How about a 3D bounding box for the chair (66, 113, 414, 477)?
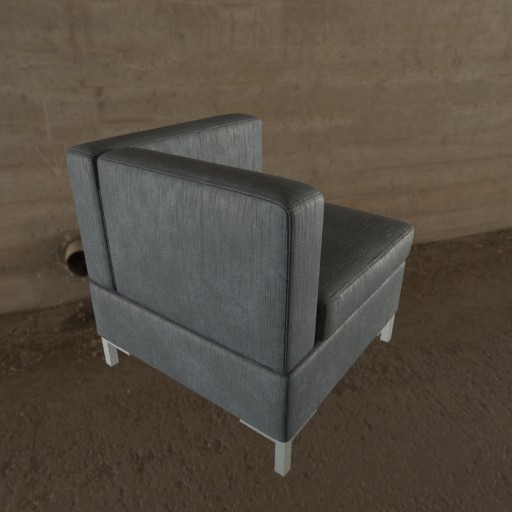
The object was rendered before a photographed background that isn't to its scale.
[{"bbox_3d":[0.000,0.000,1.245,0.680,0.660,0.680,19,32,32],"label":"chair"}]
